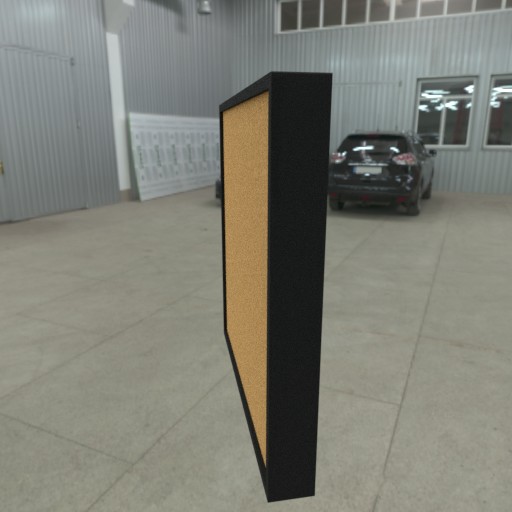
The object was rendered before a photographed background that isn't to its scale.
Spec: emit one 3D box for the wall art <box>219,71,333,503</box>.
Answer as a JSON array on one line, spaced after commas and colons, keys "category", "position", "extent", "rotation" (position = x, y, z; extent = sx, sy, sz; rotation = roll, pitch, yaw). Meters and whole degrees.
[{"category": "wall art", "position": [0.000, 0.000, 0.444], "extent": [0.037, 0.305, 0.305], "rotation": [-3, 15, -10]}]
